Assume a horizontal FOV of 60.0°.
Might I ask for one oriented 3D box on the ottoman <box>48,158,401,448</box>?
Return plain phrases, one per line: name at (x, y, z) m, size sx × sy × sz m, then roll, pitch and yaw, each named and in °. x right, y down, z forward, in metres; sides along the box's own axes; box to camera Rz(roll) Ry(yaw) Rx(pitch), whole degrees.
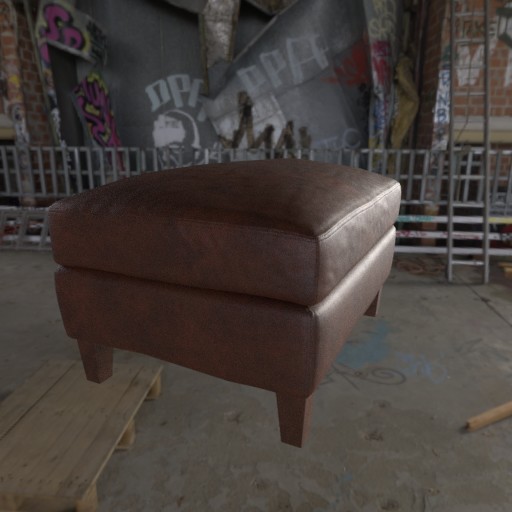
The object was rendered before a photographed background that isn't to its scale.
ottoman at (0.000, 0.000, 1.245) m, size 0.659 × 0.527 × 0.887 m, roll 7°, pitch 17°, yaw 25°
